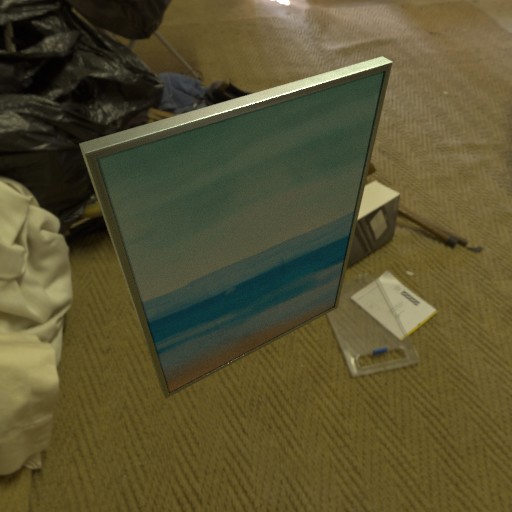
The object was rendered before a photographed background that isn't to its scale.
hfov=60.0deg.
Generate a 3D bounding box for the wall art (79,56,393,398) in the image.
[{"bbox_3d":[0.000,0.000,1.404,0.803,1.062,0.041,-24,51,-21],"label":"wall art"}]
